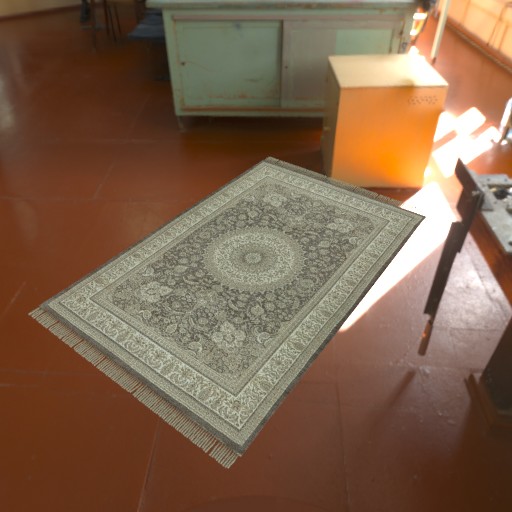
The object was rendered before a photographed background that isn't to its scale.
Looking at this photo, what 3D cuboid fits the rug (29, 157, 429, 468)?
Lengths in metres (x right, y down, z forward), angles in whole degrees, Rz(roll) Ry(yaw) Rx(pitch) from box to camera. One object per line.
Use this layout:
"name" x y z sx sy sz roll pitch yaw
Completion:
"rug" 0.000 0.000 4.199 2.143 0.015 3.422 25 46 27
